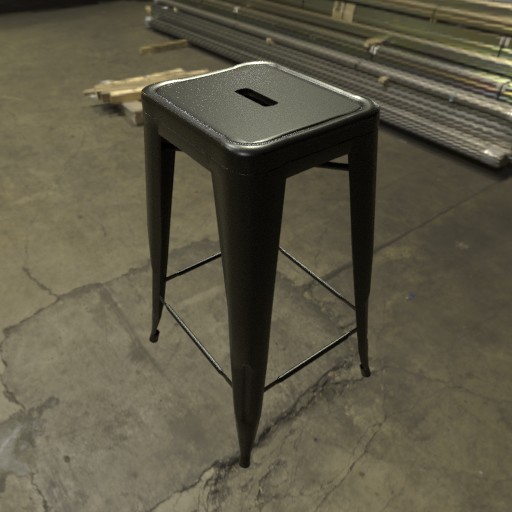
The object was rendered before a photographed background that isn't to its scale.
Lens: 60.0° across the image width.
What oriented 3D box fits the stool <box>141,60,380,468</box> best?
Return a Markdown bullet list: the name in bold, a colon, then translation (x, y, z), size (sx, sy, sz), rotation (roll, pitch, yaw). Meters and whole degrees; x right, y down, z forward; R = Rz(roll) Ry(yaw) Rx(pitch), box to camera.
- **stool**: translation (0.000, 0.000, 0.839), size (0.359, 0.609, 0.399), rotation (-26, 46, -28)
